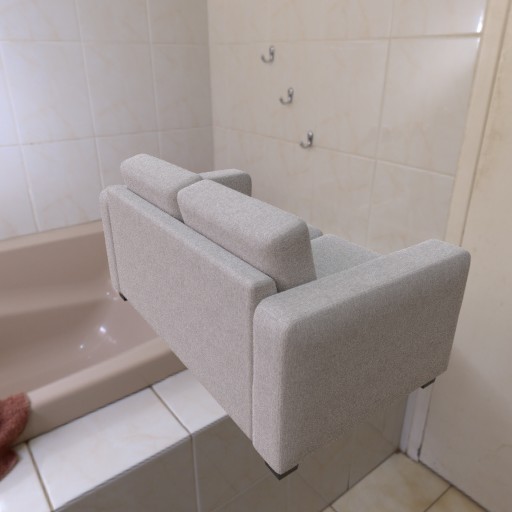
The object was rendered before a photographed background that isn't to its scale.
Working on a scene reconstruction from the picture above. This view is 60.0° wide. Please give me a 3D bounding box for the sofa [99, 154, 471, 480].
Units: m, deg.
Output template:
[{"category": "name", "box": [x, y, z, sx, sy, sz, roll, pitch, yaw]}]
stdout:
[{"category": "sofa", "box": [0.000, 0.000, 1.984, 0.900, 0.800, 1.540, -16, 29, -32]}]
